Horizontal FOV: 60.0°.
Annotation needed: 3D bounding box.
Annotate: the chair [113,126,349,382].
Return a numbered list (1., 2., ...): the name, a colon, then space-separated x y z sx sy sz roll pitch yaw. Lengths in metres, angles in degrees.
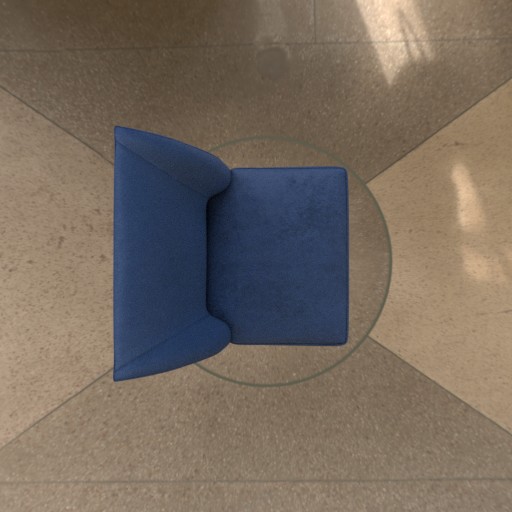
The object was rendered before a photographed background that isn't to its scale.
1. chair: 0.000 0.000 1.223 0.522 0.863 0.508 0 89 1
